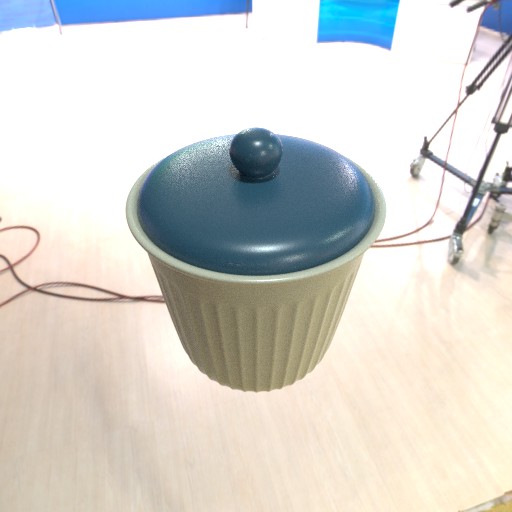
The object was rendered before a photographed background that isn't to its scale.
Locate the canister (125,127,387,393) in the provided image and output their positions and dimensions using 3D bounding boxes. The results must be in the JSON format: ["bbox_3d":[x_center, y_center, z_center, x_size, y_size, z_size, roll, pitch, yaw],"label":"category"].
[{"bbox_3d":[0.000,0.000,0.352,0.181,0.211,0.181,0,41,0],"label":"canister"}]
